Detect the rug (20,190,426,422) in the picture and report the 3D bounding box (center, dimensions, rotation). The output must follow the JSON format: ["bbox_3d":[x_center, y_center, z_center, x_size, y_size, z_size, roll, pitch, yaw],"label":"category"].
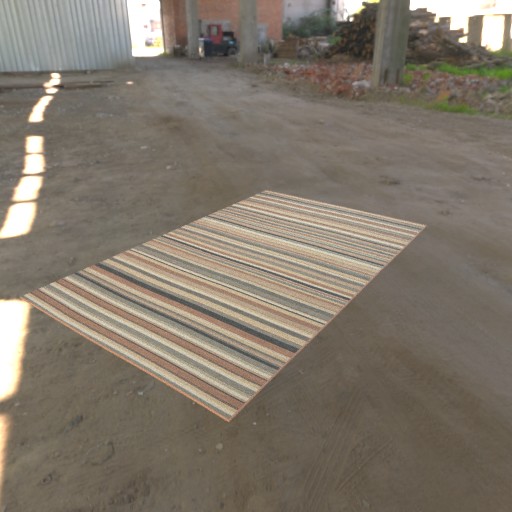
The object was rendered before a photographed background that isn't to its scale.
[{"bbox_3d":[0.000,0.000,2.977,1.523,0.014,2.438,18,31,32],"label":"rug"}]
